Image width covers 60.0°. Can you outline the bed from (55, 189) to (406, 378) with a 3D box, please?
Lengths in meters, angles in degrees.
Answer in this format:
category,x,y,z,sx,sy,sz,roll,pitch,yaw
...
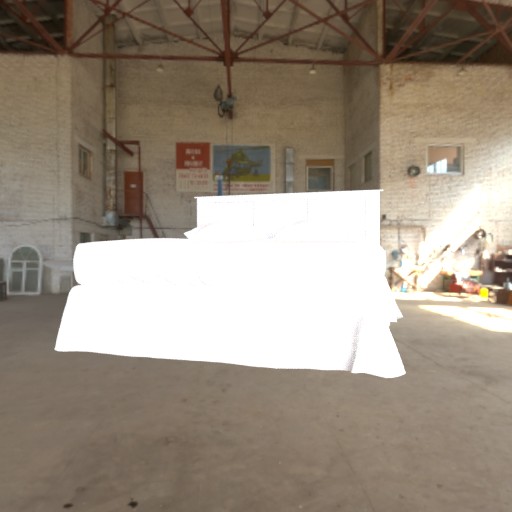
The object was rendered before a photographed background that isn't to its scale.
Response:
category,x,y,z,sx,sy,sz,roll,pitch,yaw
bed,0.000,0.000,3.609,2.317,1.273,2.215,0,1,17
